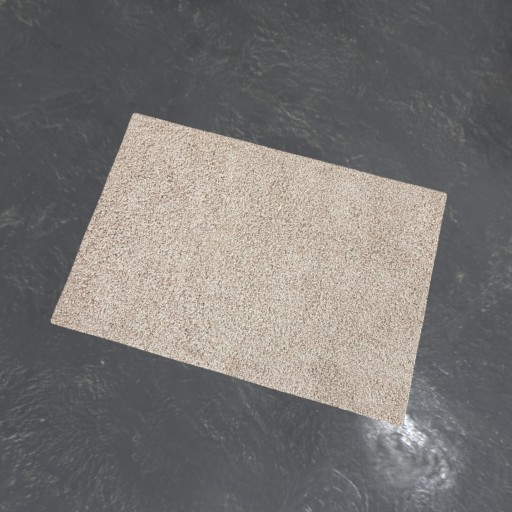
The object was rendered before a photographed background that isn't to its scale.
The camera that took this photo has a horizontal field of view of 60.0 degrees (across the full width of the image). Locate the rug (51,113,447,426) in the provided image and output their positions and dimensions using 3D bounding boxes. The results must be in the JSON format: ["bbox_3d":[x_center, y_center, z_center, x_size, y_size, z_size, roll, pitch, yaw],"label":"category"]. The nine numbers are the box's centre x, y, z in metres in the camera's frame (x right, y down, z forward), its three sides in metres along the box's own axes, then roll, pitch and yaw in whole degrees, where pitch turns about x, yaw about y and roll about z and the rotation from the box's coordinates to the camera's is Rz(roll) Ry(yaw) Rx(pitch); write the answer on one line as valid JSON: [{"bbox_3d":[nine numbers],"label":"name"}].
[{"bbox_3d":[0.000,0.000,2.285,1.778,0.030,1.219,15,76,4],"label":"rug"}]
